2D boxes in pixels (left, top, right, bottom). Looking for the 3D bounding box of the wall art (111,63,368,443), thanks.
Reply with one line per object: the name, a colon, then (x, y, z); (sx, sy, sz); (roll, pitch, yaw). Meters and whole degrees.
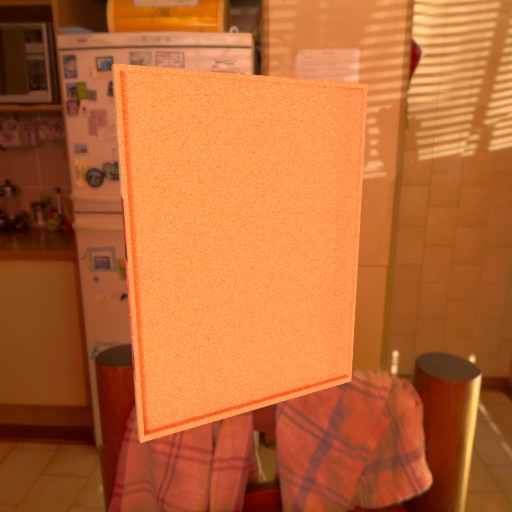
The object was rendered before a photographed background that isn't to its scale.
wall art: (0.000, 0.000, 1.334); (0.762, 1.015, 0.031); (-7, 15, -26)
